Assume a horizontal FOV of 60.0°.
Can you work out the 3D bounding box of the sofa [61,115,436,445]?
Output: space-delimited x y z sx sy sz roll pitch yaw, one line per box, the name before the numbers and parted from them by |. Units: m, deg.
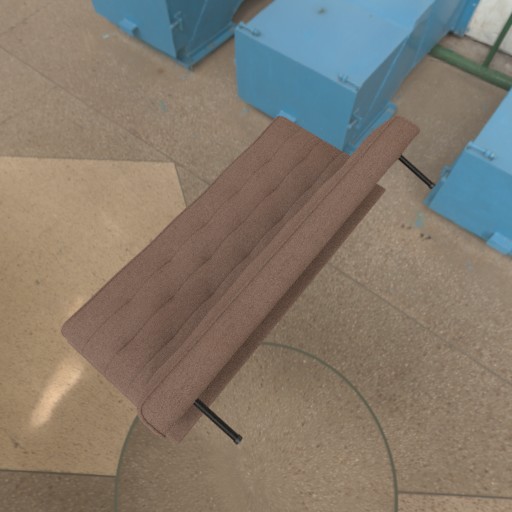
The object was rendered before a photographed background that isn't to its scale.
sofa | 0.000 0.000 2.262 1.038 0.810 1.820 36 69 16
